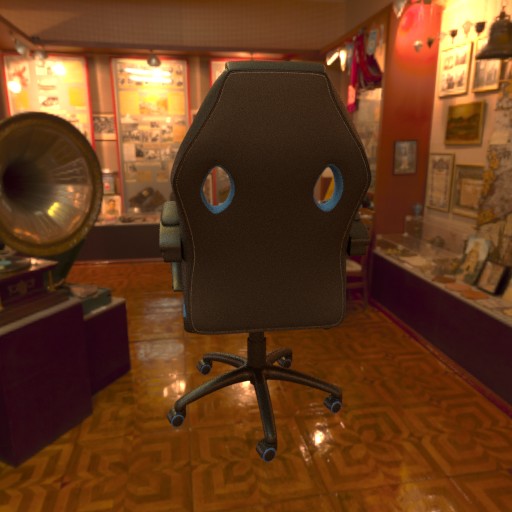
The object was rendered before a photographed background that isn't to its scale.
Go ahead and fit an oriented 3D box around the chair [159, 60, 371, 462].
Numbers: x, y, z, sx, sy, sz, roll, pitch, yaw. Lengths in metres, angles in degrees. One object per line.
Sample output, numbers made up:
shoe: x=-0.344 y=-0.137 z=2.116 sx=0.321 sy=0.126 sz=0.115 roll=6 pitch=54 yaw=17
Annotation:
chair: x=0.000 y=0.000 z=1.584 sx=0.673 sy=1.187 sz=0.724 roll=-2 pitch=14 yaw=-8
